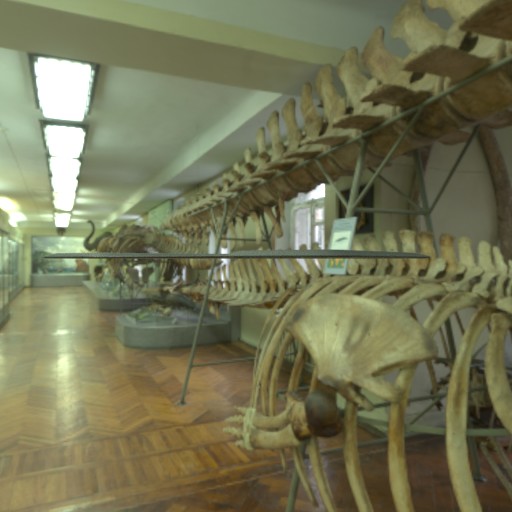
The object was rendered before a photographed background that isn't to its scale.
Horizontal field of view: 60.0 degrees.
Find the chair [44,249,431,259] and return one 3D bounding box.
[{"bbox_3d":[0.000,0.000,1.949,1.372,0.024,1.219,0,0,36],"label":"chair"}]
